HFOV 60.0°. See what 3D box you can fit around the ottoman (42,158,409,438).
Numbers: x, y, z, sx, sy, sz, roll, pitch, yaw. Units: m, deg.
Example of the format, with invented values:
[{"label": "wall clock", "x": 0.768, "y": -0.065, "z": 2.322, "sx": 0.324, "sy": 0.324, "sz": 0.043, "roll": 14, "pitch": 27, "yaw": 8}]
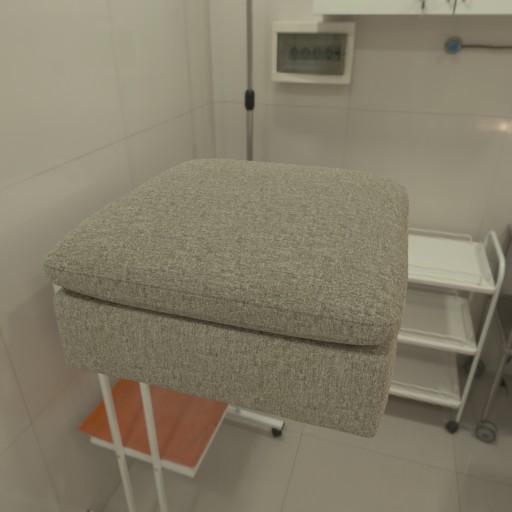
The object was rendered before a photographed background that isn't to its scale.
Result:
[{"label": "ottoman", "x": 0.000, "y": 0.000, "z": 1.618, "sx": 1.035, "sy": 0.526, "sz": 1.039, "roll": 8, "pitch": 29, "yaw": 15}]
